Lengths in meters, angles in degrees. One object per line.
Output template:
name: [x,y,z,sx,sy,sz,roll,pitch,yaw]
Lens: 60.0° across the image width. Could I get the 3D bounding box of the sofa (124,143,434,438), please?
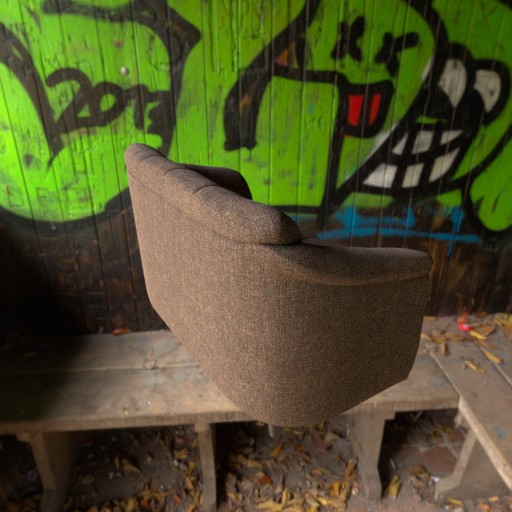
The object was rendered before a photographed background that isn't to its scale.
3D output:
sofa: [0.000,0.000,1.971,0.799,0.895,1.404,-16,30,-29]
